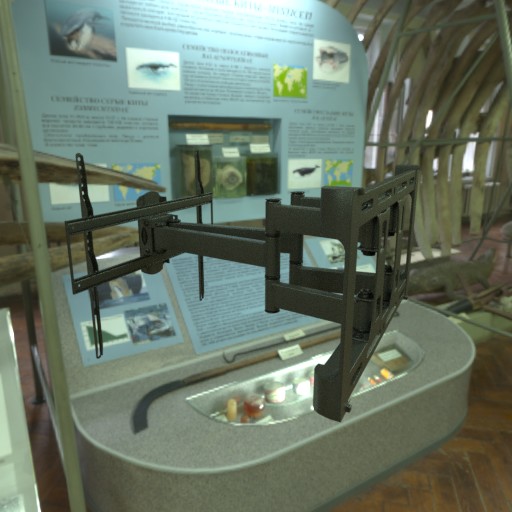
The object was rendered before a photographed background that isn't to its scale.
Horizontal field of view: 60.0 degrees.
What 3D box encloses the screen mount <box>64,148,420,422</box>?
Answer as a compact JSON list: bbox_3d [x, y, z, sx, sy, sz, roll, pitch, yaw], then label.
[{"bbox_3d":[0.000,0.000,0.929,0.556,0.424,0.571,8,17,26],"label":"screen mount"}]
